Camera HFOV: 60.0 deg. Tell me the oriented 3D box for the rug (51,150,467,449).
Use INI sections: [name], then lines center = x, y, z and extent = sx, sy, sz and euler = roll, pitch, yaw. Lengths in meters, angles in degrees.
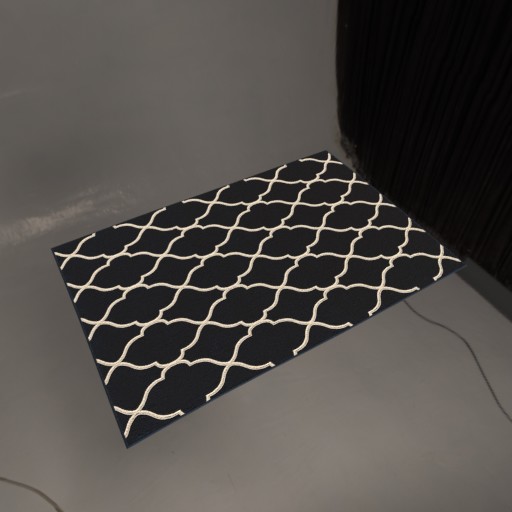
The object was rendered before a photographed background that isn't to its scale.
[rug]
center = 0.000, 0.000, 2.914
extent = 2.294, 0.014, 1.528
euler = -23, 51, -20
